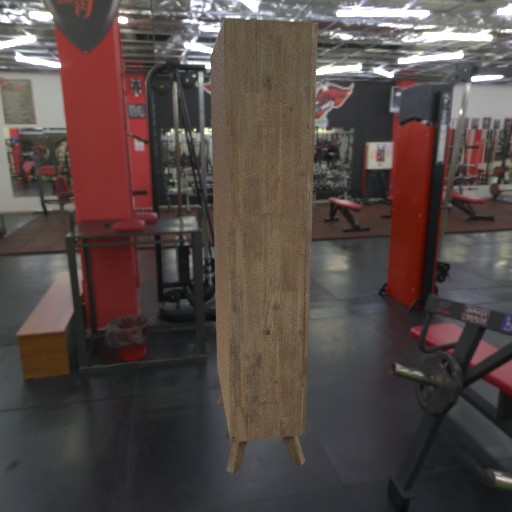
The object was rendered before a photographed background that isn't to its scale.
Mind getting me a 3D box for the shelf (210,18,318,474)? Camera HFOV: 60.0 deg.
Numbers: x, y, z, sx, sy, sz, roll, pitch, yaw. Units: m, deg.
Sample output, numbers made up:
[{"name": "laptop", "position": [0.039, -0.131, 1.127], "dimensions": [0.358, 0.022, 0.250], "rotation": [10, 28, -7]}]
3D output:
[{"name": "shelf", "position": [0.000, 0.000, 1.512], "dimensions": [0.267, 1.342, 0.491], "rotation": [-2, 14, -9]}]
